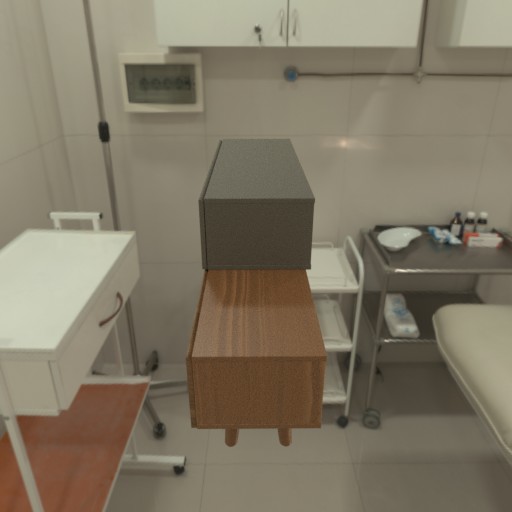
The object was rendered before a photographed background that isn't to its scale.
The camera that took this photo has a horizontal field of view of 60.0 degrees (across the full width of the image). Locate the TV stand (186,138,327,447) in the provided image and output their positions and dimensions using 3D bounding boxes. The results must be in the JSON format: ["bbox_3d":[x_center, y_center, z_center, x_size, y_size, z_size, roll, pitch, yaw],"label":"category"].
[{"bbox_3d":[0.000,0.000,1.597,0.329,0.591,1.336,0,25,0],"label":"TV stand"}]
